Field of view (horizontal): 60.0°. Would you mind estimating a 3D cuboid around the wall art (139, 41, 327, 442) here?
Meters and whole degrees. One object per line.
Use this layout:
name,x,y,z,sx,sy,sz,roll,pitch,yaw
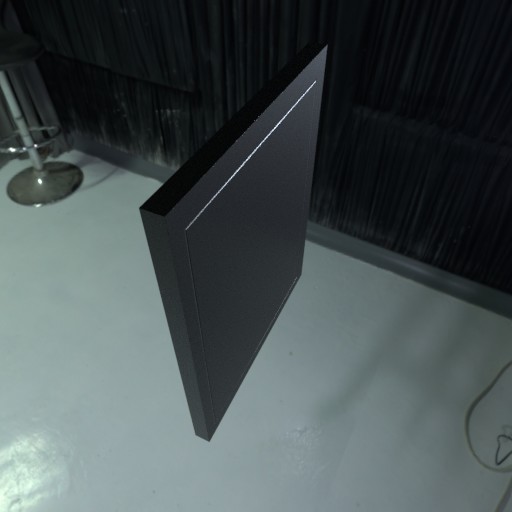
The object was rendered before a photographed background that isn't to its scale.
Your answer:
wall art,0.000,0.000,0.773,0.031,0.558,0.461,19,49,17
